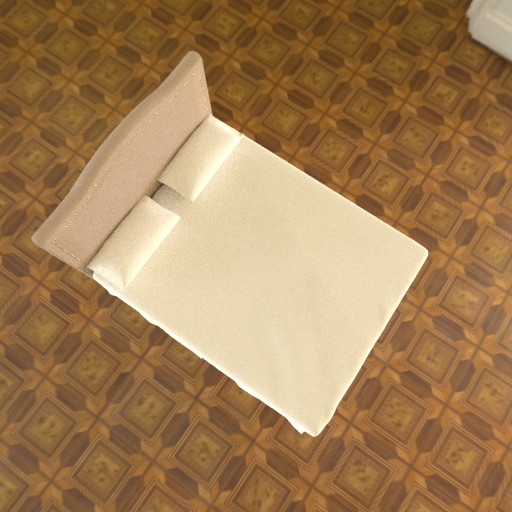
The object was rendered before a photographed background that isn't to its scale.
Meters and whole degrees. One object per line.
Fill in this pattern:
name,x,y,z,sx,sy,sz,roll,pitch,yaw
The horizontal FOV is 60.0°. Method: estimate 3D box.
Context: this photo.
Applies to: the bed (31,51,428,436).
bed,0.000,0.000,3.398,2.282,1.436,1.821,34,78,8
